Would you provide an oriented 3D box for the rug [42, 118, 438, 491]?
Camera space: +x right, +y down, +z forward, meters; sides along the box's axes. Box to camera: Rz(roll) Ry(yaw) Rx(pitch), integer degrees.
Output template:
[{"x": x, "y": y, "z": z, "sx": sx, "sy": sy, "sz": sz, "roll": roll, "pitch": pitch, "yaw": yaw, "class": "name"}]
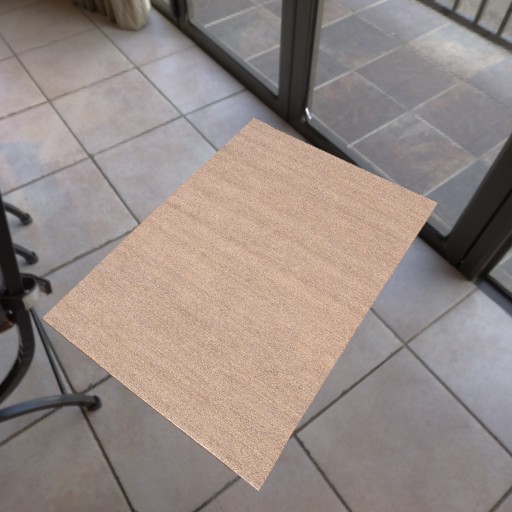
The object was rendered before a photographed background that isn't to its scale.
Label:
[{"x": 0.000, "y": 0.000, "z": 2.949, "sx": 1.624, "sy": 0.030, "sz": 2.264, "roll": 31, "pitch": 62, "yaw": 18, "class": "rug"}]
